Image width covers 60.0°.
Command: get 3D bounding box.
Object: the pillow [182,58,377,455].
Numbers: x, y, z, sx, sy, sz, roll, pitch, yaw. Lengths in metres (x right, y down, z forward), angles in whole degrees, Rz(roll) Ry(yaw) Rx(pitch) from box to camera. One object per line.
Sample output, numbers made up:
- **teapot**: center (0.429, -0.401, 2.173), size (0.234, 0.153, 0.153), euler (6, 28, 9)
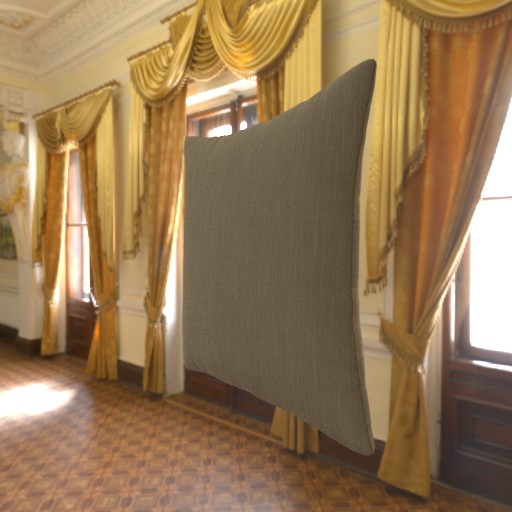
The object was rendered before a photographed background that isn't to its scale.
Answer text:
- **pillow**: center (0.000, 0.000, 0.769), size (0.161, 0.509, 0.511), euler (-1, 2, -36)
